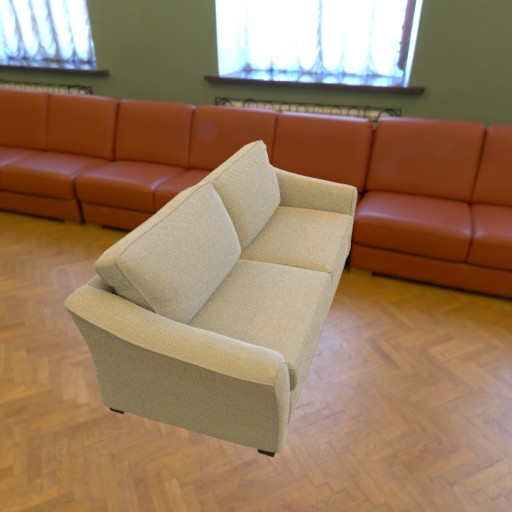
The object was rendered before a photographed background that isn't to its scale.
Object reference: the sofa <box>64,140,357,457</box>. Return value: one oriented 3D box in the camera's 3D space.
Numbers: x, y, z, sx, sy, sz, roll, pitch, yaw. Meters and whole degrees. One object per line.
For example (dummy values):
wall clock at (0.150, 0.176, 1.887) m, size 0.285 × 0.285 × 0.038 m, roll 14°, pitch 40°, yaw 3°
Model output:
sofa at (0.000, 0.000, 2.790) m, size 0.980 × 0.965 × 2.270 m, roll 10°, pitch 31°, yaw 16°
